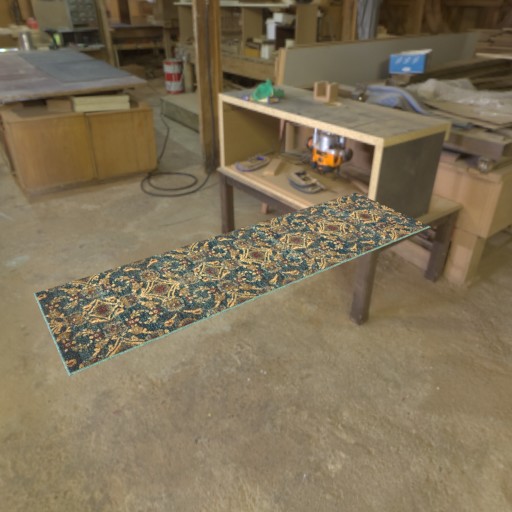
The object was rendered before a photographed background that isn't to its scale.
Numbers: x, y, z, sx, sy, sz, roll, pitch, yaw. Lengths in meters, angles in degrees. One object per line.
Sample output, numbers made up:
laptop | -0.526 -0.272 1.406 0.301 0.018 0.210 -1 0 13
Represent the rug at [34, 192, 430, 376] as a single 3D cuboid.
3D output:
rug | 0.000 0.000 2.580 2.292 0.014 0.685 -20 37 -29
